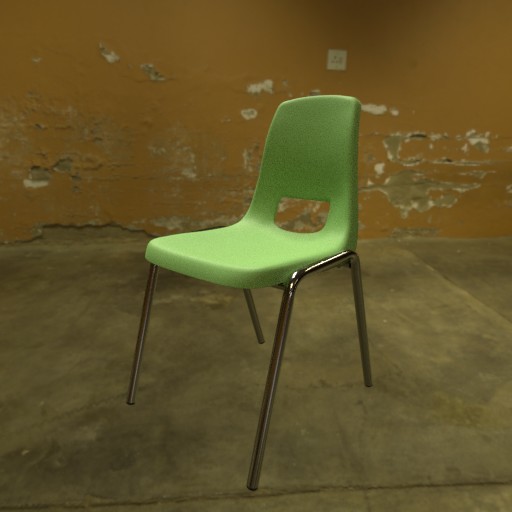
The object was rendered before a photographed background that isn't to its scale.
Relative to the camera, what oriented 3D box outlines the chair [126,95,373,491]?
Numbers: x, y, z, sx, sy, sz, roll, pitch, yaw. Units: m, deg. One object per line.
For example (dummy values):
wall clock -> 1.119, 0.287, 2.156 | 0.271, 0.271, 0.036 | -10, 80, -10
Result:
chair -> 0.000, 0.000, 0.917 | 0.381, 0.653, 0.436 | 13, 20, 40
